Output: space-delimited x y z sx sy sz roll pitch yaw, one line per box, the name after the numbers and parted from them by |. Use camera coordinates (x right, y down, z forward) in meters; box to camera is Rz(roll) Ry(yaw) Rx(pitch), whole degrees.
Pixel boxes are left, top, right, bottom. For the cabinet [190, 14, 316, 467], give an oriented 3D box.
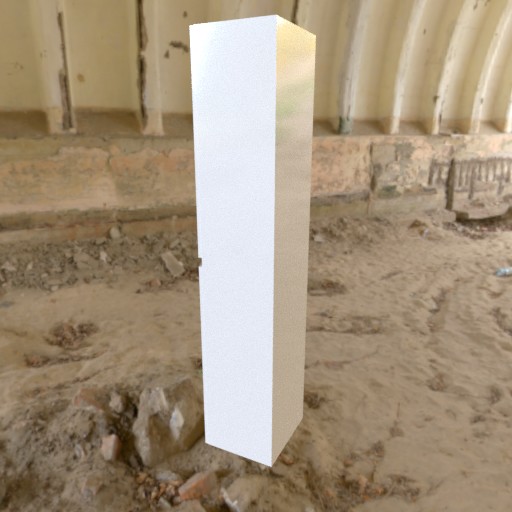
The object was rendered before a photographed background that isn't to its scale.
0.000 0.000 1.517 0.270 1.400 0.300 8 18 26 | cabinet
